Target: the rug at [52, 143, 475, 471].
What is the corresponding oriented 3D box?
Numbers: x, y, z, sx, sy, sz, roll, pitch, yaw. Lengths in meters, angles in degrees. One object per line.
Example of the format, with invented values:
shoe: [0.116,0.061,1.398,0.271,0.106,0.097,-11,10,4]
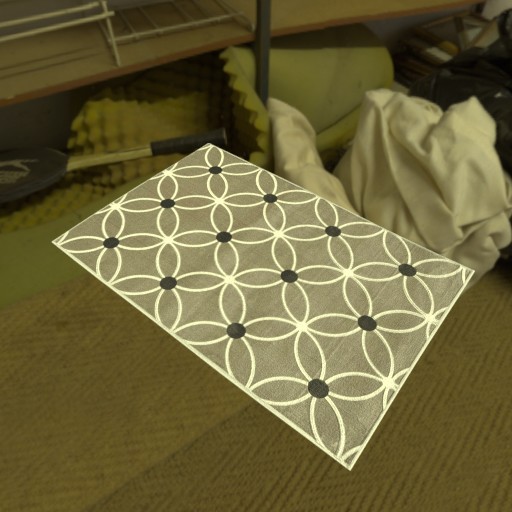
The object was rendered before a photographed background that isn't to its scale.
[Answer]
rug: [0.000,0.000,2.850,2.284,0.008,1.522,31,54,25]
